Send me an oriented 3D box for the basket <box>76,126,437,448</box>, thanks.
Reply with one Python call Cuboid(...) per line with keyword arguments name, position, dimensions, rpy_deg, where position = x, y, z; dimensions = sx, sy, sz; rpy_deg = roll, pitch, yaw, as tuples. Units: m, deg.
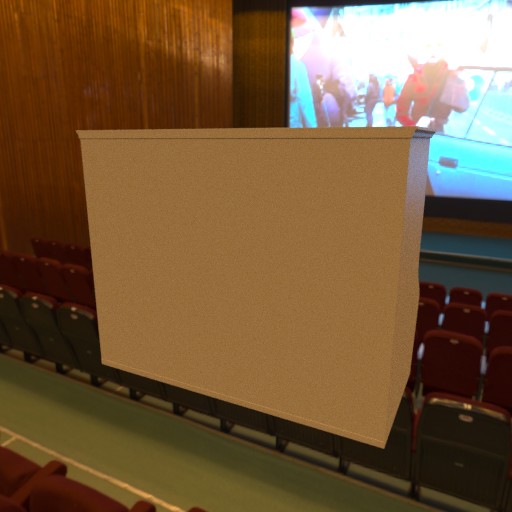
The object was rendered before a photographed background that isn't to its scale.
Cuboid(name="basket", position=(0.000, 0.000, 1.146), dimensions=(0.792, 0.625, 0.376), rpy_deg=(7, 16, 26))
